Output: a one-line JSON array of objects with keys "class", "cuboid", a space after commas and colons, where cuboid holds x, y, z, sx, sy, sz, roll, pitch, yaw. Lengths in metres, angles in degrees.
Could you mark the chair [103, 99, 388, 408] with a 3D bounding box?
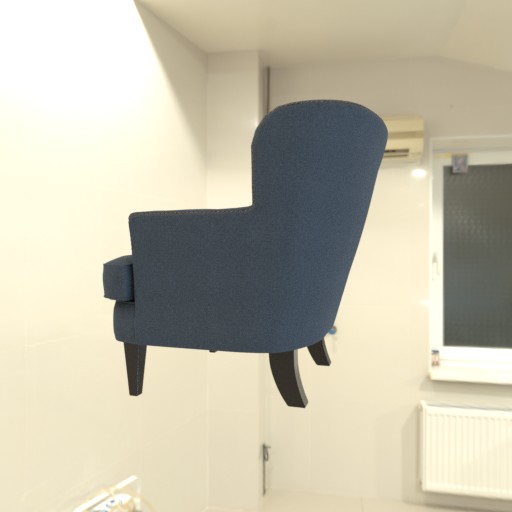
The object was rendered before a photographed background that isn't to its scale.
[{"class": "chair", "cuboid": [0.000, 0.000, 1.591, 0.906, 0.868, 0.848, 0, 1, 18]}]
